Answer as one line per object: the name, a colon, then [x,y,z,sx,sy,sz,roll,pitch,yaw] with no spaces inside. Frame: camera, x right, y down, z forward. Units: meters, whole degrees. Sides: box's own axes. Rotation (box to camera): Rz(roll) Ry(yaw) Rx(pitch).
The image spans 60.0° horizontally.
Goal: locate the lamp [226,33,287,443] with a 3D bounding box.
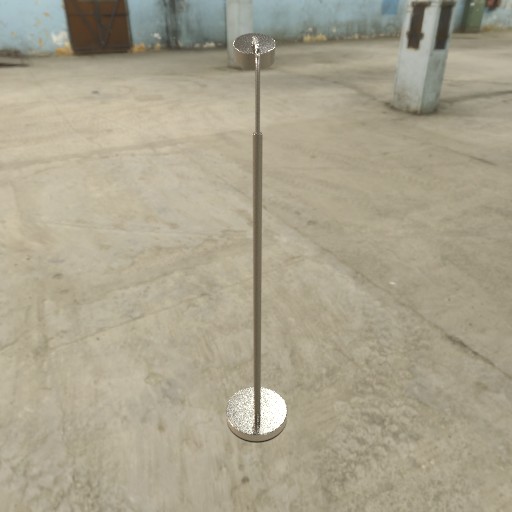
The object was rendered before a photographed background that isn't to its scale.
lamp: [0.000,0.000,1.411,0.222,1.250,0.421,-1,30,-1]
